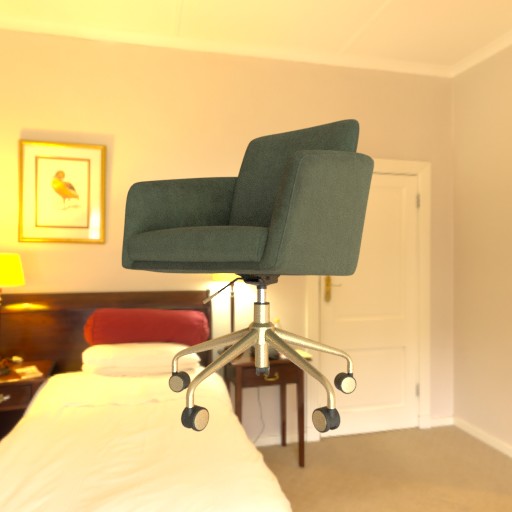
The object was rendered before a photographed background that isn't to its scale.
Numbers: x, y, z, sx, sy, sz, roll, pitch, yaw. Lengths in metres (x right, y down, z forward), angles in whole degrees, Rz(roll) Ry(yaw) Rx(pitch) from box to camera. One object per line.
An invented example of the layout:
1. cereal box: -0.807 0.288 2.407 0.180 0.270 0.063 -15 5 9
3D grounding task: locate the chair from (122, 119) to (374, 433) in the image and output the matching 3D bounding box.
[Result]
1. chair: 0.000 0.000 1.371 0.641 0.908 0.635 0 0 38
